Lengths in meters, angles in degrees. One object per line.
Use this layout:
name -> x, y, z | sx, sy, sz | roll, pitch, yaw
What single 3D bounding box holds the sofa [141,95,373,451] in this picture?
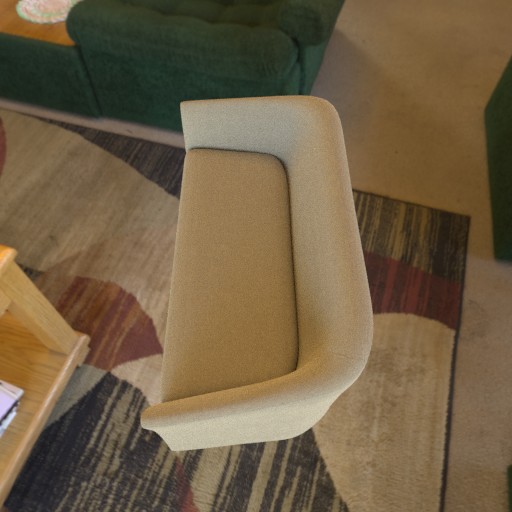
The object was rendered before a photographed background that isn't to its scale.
sofa -> 0.000, 0.000, 1.859 | 0.705, 0.721, 1.452 | 0, 57, 0
